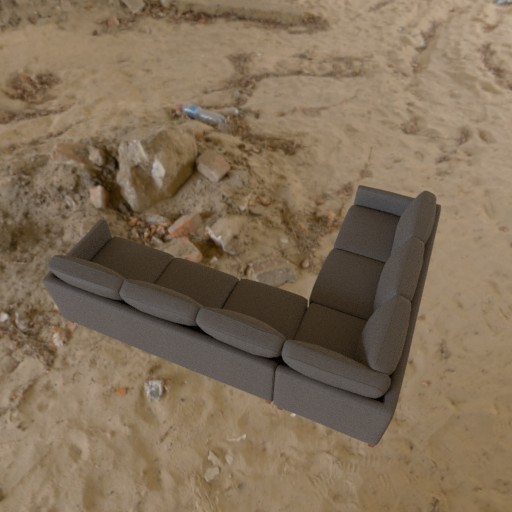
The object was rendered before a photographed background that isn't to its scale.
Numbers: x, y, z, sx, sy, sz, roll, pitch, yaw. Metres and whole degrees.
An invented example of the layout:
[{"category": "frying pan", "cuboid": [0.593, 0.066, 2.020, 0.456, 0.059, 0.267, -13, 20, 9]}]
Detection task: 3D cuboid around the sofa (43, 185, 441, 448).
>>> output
[{"category": "sofa", "cuboid": [0.000, 0.000, 4.616, 3.302, 0.947, 2.593, 18, 50, 15]}]
